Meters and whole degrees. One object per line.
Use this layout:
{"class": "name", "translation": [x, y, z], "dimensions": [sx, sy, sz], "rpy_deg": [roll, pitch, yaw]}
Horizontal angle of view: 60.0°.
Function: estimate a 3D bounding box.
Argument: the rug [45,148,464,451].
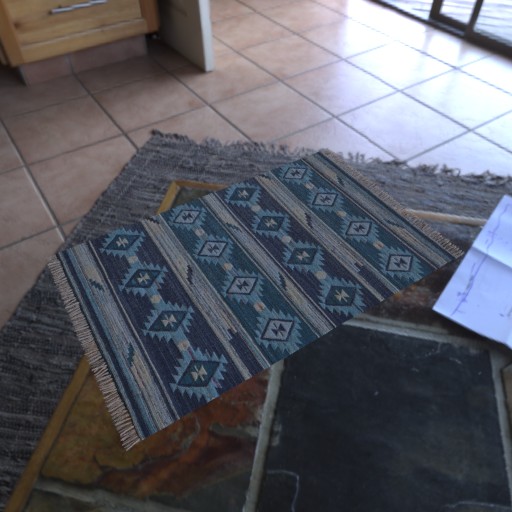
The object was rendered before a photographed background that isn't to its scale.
{"class": "rug", "translation": [0.000, 0.000, 2.373], "dimensions": [1.936, 0.028, 1.181], "rpy_deg": [-25, 52, -21]}
